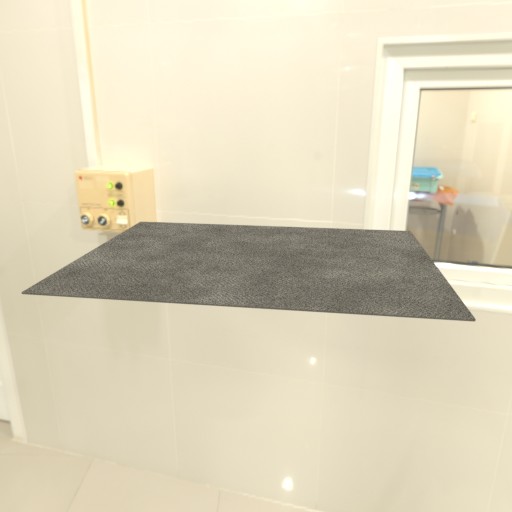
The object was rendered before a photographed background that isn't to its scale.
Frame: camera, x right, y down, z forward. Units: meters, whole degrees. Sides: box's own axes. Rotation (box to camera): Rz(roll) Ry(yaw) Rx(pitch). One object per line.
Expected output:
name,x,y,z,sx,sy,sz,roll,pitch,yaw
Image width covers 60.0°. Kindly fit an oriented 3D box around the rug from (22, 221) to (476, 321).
rug,0.000,0.000,2.900,2.235,0.008,1.600,3,18,8
